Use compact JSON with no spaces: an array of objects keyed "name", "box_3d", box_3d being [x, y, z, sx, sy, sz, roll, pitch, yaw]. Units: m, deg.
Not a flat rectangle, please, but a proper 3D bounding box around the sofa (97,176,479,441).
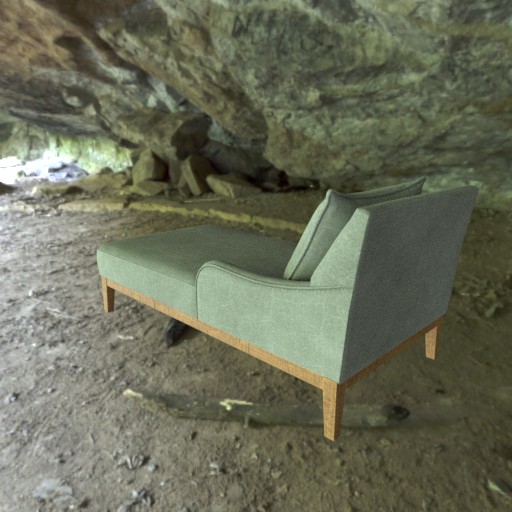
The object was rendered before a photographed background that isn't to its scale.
[{"name":"sofa","box_3d":[0.000,0.000,2.266,1.779,0.859,0.894,15,21,43]}]
